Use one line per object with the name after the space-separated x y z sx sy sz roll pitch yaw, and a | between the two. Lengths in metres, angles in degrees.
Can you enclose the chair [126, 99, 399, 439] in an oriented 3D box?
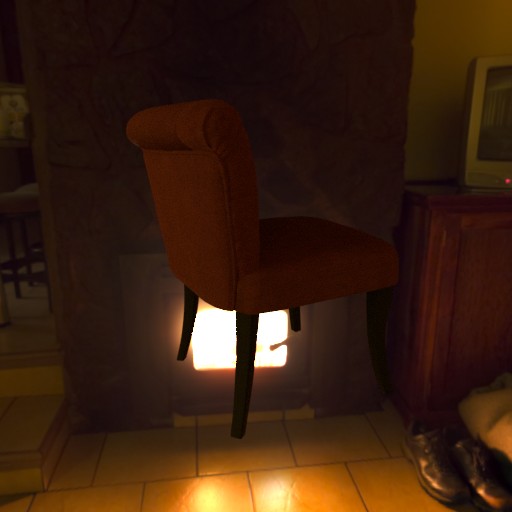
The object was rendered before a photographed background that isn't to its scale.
0.000 0.000 1.202 0.605 0.750 0.582 -7 16 -27 | chair
